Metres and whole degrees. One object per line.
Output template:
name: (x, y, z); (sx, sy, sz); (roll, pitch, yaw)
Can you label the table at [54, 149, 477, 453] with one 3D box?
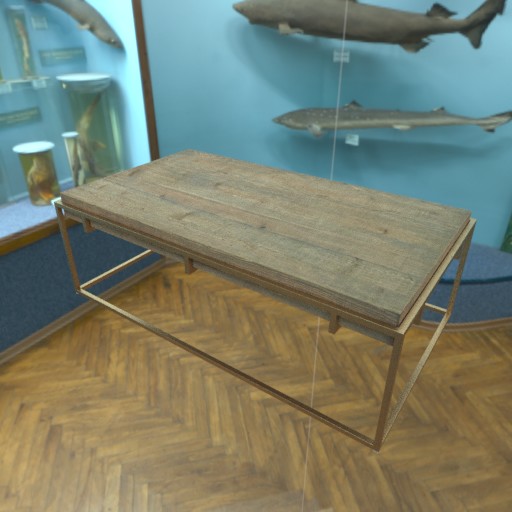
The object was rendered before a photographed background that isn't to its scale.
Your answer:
table: (0.000, 0.000, 1.753); (1.387, 0.468, 0.775); (19, 35, 30)
